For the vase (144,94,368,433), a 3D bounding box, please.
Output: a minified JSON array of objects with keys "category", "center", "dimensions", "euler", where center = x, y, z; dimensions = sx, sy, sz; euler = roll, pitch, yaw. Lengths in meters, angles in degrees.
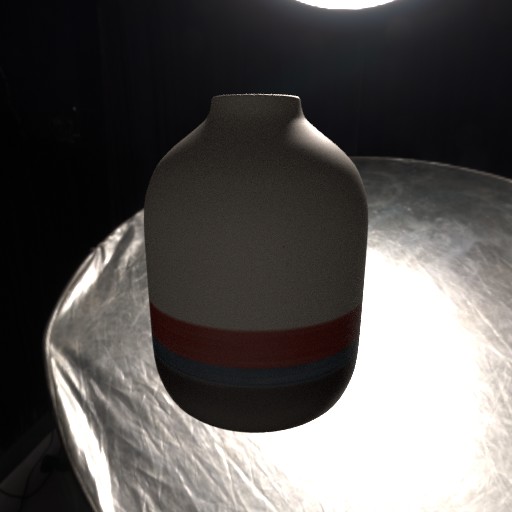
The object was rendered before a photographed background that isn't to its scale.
[{"category":"vase","center":[0.000,0.000,0.351],"dimensions":[0.169,0.237,0.169],"euler":[0,16,0]}]
